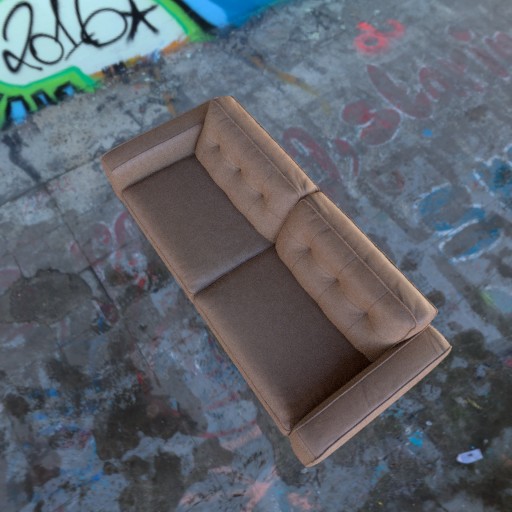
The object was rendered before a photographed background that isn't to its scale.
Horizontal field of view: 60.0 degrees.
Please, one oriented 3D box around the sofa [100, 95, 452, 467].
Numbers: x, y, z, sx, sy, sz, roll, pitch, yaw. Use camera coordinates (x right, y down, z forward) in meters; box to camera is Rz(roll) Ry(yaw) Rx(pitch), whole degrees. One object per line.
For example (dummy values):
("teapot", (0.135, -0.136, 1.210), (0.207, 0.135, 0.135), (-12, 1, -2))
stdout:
("sofa", (0.000, 0.000, 2.755), (0.953, 0.780, 2.270), (-32, 67, -16))
